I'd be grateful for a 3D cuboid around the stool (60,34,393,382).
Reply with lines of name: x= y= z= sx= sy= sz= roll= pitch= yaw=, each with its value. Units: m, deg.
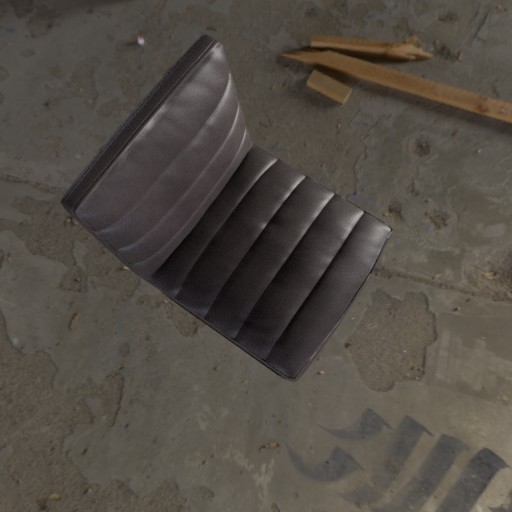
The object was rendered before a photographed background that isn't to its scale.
stool: x=0.000 y=0.000 z=1.227 sx=0.562 sy=0.946 sz=0.463 roll=34 pitch=78 yaw=8
